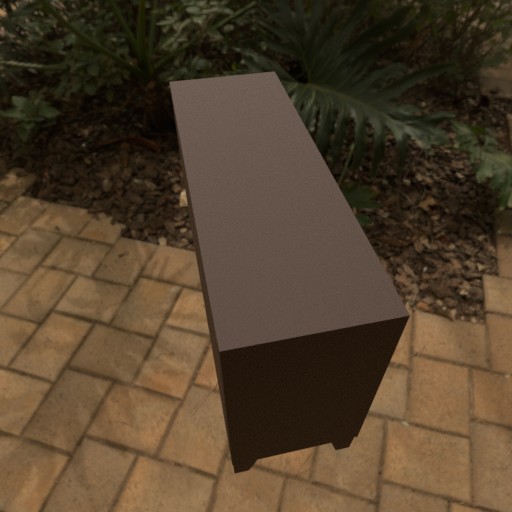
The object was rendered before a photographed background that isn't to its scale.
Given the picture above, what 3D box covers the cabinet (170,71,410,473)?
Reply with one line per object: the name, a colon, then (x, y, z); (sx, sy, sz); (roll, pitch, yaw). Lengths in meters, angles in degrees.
cabinet: (0.000, 0.000, 1.870); (0.482, 0.914, 1.396); (-9, 48, -8)
